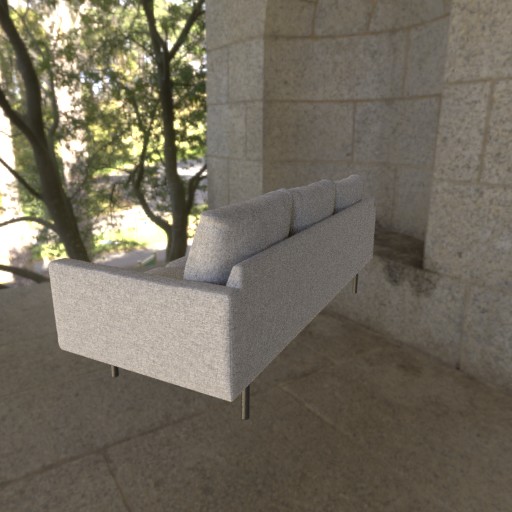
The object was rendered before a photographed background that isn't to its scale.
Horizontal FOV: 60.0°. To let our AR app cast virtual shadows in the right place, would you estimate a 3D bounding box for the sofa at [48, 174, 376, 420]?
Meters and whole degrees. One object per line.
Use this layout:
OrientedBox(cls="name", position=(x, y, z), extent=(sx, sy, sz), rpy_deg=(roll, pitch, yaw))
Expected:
OrientedBox(cls="sofa", position=(0.000, 0.000, 2.440), extent=(0.850, 0.830, 2.000), rpy_deg=(8, 17, 26))
